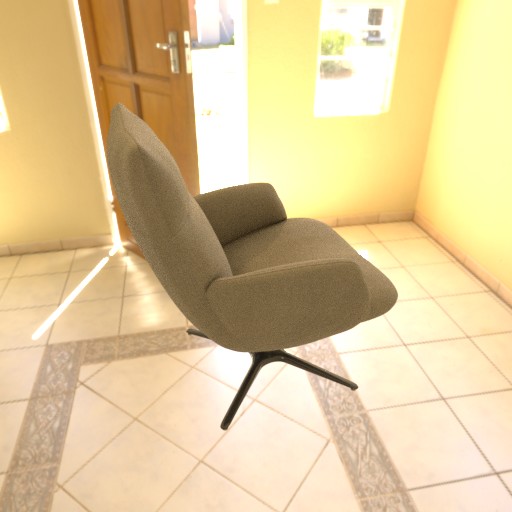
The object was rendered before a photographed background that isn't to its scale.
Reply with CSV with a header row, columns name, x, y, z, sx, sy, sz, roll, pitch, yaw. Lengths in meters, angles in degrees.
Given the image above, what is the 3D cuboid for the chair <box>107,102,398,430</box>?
name,x,y,z,sx,sy,sz,roll,pitch,yaw
chair,0.000,0.000,1.579,0.889,1.016,0.711,-11,32,-17
